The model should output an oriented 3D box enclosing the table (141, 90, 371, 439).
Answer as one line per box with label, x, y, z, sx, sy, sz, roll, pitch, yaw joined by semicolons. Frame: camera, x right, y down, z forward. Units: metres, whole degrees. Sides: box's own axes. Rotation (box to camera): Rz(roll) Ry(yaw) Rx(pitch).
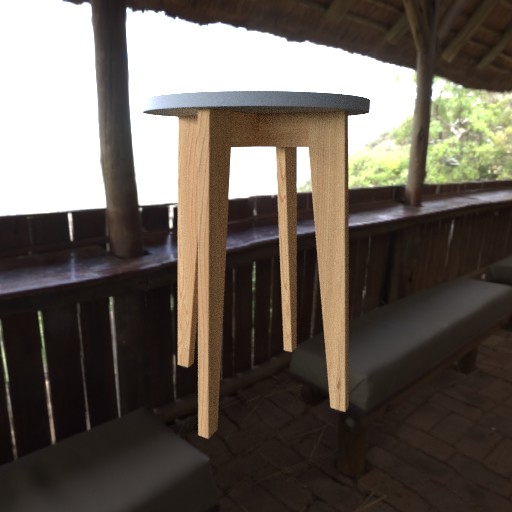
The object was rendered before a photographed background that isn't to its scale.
table;0.000;0.000;0.761;0.350;0.500;0.350;0;15;0
